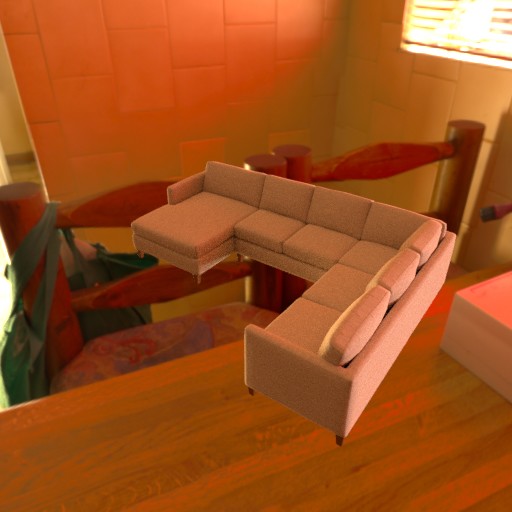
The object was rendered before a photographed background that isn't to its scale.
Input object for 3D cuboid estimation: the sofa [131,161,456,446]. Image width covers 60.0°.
[{"bbox_3d":[0.000,0.000,4.811,3.460,0.961,2.594,21,37,30],"label":"sofa"}]
